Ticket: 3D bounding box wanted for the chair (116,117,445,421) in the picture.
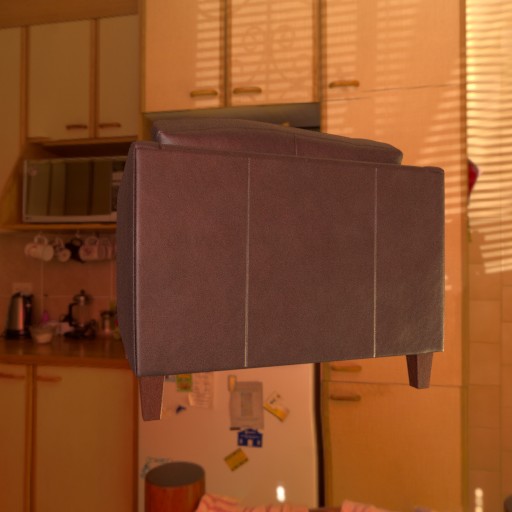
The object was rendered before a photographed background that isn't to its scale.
[{"bbox_3d":[0.000,0.000,1.587,0.939,0.811,0.862,0,-1,-20],"label":"chair"}]
